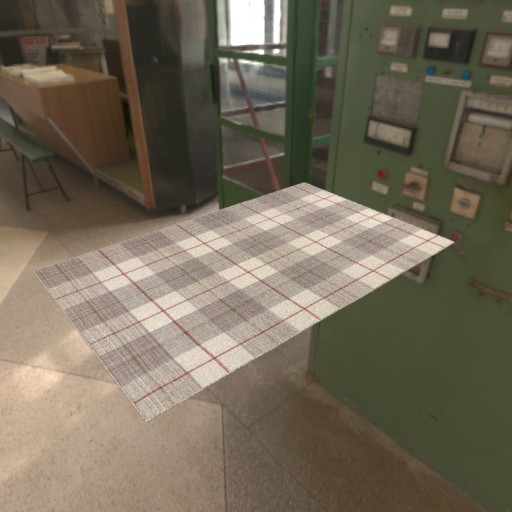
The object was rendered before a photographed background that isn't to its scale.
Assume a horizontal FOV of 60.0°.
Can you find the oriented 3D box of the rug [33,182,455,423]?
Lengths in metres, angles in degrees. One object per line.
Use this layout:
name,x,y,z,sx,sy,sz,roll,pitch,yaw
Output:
rug,0.000,0.000,3.033,2.464,0.010,1.549,-23,38,-33
